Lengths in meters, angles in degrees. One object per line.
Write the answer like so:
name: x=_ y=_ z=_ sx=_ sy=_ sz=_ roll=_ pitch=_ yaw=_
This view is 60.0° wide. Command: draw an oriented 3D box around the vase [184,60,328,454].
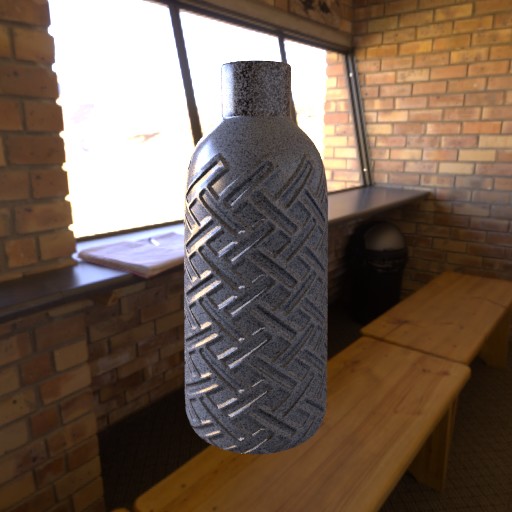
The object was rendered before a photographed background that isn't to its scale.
vase: x=0.000 y=0.000 z=0.354 sx=0.122 sy=0.282 sz=0.122 roll=0 pitch=15 yaw=0
